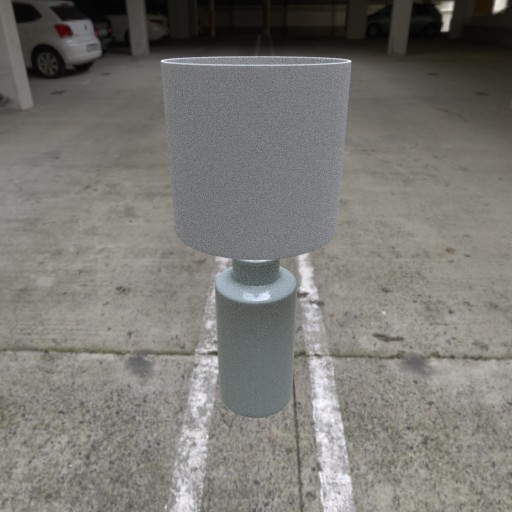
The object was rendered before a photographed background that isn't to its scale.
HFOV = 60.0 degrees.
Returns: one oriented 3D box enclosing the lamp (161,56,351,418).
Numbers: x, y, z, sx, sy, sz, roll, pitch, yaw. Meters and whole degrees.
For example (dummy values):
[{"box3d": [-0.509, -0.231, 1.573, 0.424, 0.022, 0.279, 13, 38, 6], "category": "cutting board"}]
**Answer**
[{"box3d": [0.000, 0.000, 0.609, 0.212, 0.493, 0.212, 0, 26, 1], "category": "lamp"}]
